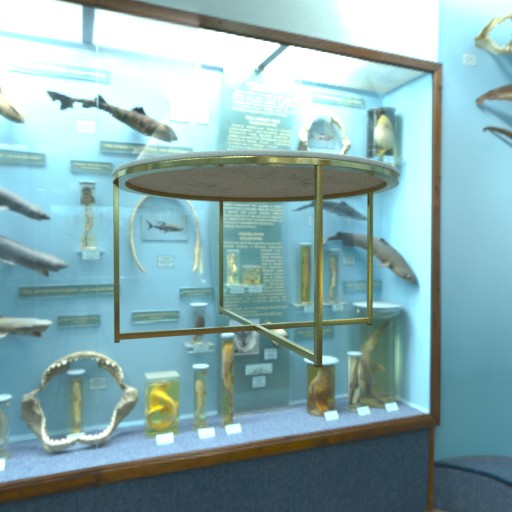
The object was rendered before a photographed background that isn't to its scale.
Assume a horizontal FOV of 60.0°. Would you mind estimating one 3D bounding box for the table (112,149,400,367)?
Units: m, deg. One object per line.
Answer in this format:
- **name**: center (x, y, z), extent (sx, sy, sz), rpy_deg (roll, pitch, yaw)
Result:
- **table**: center (0.000, 0.000, 1.297), extent (0.800, 0.450, 0.800), rpy_deg (0, 1, 0)
